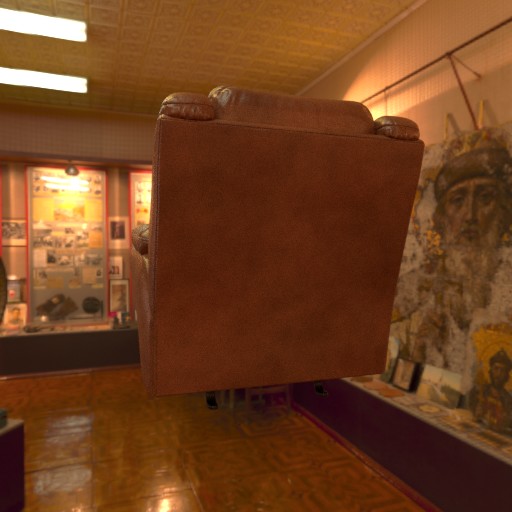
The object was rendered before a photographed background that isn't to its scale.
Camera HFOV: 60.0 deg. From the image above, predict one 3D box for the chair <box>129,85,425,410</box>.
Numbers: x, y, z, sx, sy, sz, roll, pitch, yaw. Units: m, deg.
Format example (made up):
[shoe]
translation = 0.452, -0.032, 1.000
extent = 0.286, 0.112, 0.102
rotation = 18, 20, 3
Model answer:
[chair]
translation = 0.000, 0.000, 1.876
extent = 0.990, 1.093, 1.041
rotation = 0, 1, -19
